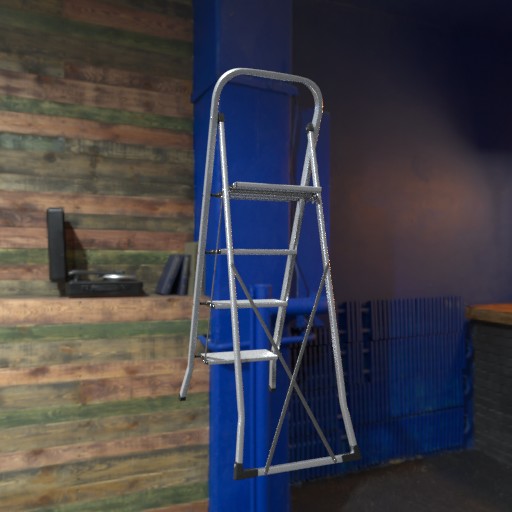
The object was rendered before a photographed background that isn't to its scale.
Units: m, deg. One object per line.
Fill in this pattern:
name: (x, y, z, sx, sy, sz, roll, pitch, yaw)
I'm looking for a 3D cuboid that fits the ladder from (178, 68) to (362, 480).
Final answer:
ladder: (0.000, 0.000, 1.716, 0.465, 1.290, 0.830, 0, -1, -19)
